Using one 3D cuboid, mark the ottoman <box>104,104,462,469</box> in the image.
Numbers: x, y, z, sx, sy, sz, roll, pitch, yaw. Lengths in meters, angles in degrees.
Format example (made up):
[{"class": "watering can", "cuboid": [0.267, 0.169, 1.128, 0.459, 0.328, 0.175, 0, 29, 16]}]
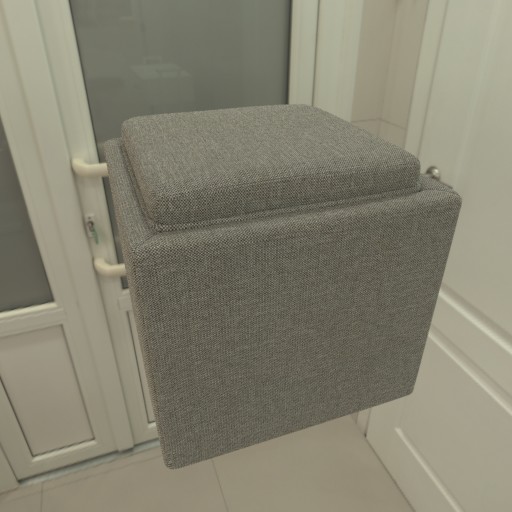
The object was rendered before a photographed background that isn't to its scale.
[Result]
[{"class": "ottoman", "cuboid": [0.000, 0.000, 0.800, 0.450, 0.460, 0.450, -11, 33, -17]}]
